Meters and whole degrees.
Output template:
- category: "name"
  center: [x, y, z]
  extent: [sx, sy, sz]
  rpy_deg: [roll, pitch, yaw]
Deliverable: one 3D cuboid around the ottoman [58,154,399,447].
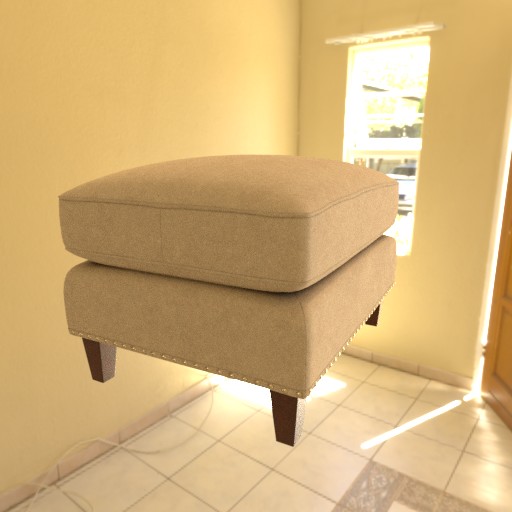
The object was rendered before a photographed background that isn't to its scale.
- category: "ottoman"
  center: [0.000, 0.000, 1.149]
  extent: [0.584, 0.513, 0.741]
  rpy_deg: [7, 15, 27]
